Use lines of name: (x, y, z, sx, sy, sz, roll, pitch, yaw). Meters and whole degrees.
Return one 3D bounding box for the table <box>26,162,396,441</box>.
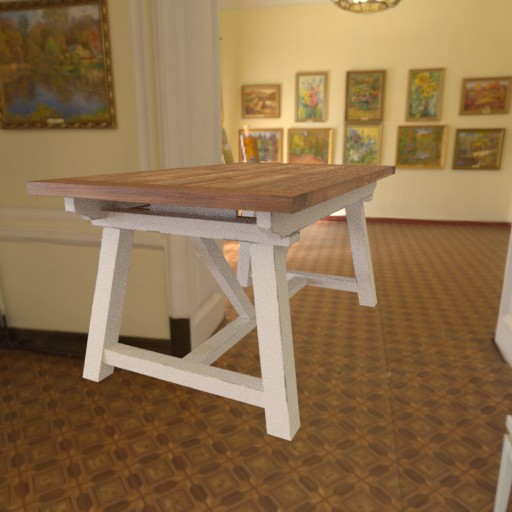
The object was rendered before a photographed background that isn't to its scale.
table: (0.000, 0.000, 1.985, 0.922, 0.743, 1.503, 7, 16, 25)
